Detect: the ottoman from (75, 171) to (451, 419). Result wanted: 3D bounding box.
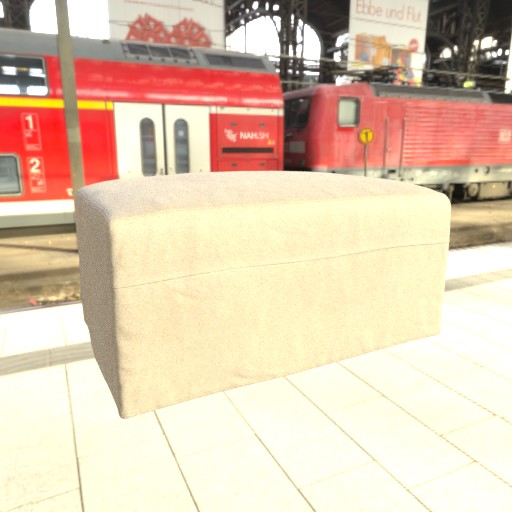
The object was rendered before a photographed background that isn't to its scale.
[{"bbox_3d":[0.000,0.000,1.206,0.872,0.444,0.590,-7,15,-27],"label":"ottoman"}]
